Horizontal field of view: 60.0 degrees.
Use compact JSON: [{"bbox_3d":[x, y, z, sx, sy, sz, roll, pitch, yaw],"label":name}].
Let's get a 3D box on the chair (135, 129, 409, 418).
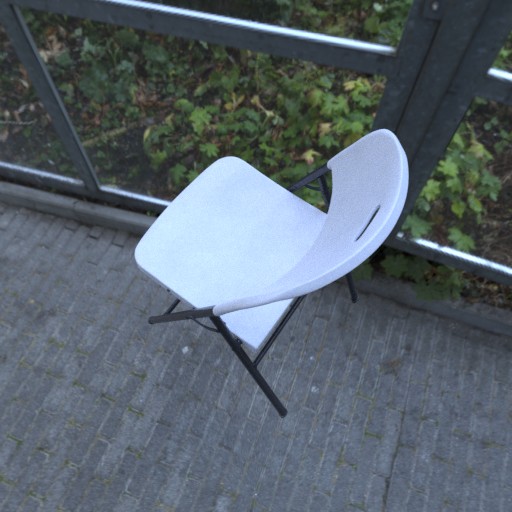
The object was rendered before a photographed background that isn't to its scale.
[{"bbox_3d":[0.000,0.000,1.182,0.566,0.810,0.494,31,66,16],"label":"chair"}]
